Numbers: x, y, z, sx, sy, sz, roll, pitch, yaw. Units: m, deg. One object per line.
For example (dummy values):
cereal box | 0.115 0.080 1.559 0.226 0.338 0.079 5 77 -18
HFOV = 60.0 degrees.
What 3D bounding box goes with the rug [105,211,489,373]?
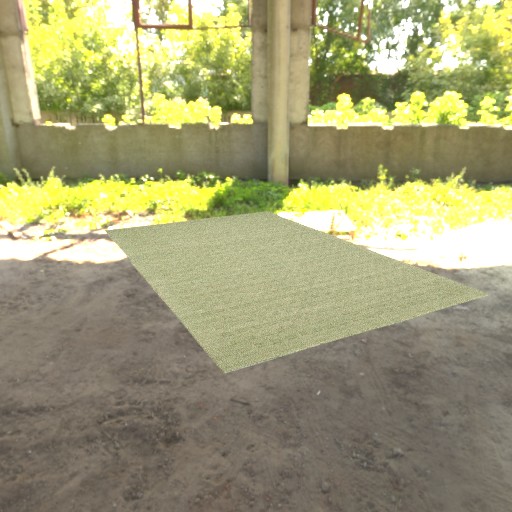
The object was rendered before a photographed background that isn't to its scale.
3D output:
rug | 0.000 0.000 2.207 1.143 0.006 1.747 -9 20 -27
